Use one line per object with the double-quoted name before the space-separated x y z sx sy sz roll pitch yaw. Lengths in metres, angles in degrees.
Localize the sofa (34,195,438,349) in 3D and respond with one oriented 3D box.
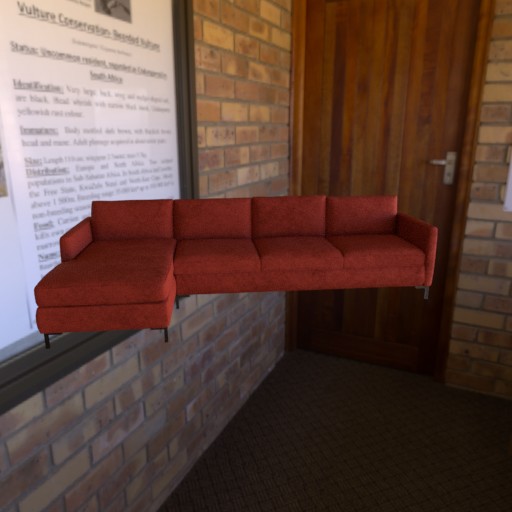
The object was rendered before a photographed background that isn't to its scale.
"sofa" 0.000 0.000 2.941 2.467 0.663 1.136 -2 16 -6
